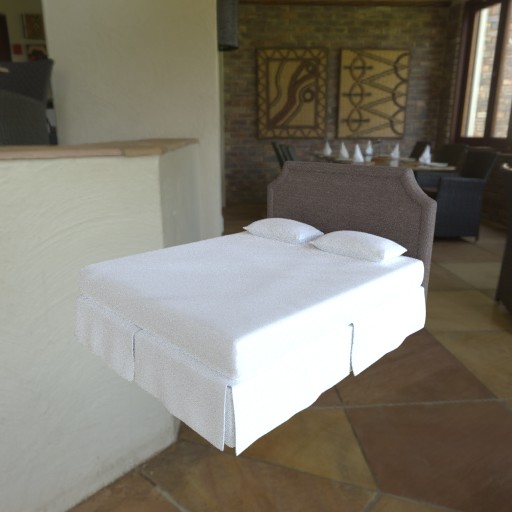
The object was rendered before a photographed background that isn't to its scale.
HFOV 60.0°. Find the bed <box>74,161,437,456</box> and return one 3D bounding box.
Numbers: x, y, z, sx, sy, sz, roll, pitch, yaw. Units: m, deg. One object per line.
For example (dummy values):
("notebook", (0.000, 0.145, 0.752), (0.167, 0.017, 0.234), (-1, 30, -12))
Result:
("bed", (0.000, 0.000, 4.215), (2.773, 1.590, 2.350), (-15, 22, -43))
